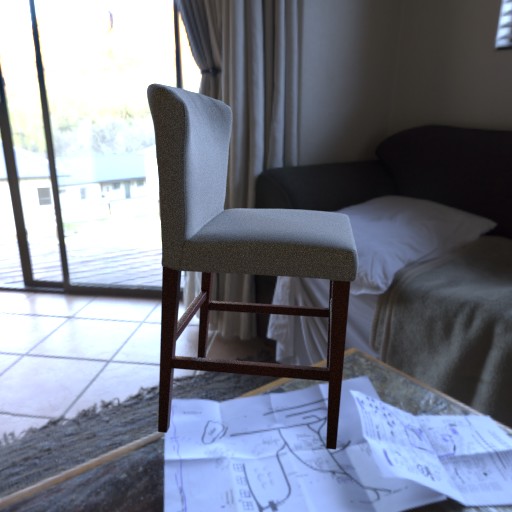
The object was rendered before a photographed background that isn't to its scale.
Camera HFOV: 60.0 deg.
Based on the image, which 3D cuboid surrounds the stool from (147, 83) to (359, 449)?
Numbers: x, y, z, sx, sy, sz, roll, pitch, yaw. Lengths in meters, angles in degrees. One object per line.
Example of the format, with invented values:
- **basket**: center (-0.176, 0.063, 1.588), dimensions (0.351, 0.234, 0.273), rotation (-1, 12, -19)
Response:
- **stool**: center (0.000, 0.000, 1.329), dimensions (0.568, 0.968, 0.479), rotation (2, 17, 8)
